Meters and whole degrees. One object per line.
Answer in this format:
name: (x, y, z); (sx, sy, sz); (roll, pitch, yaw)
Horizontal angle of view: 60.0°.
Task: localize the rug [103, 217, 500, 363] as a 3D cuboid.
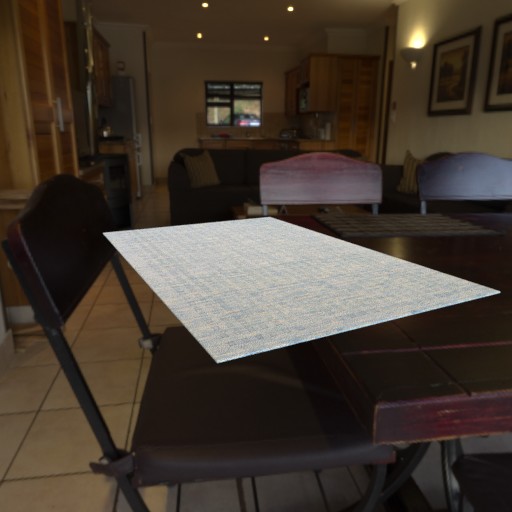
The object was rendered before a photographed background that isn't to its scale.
rug: (0.000, 0.000, 2.148); (1.142, 0.006, 1.752); (-8, 17, -27)
